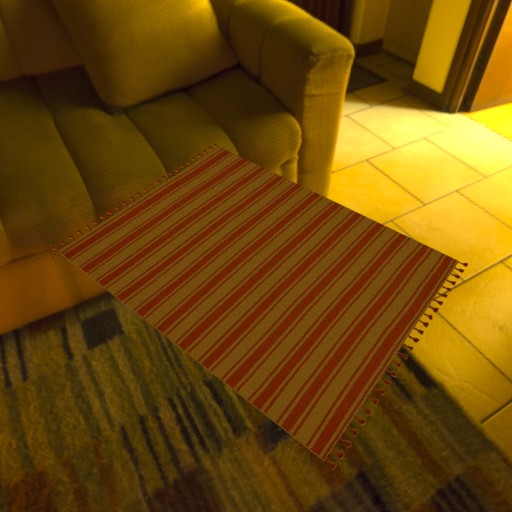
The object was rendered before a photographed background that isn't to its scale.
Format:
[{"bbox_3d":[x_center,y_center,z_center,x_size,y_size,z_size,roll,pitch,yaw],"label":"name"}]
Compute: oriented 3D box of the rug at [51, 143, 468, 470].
[{"bbox_3d":[0.000,0.000,4.399,3.369,0.035,2.451,31,54,26],"label":"rug"}]
